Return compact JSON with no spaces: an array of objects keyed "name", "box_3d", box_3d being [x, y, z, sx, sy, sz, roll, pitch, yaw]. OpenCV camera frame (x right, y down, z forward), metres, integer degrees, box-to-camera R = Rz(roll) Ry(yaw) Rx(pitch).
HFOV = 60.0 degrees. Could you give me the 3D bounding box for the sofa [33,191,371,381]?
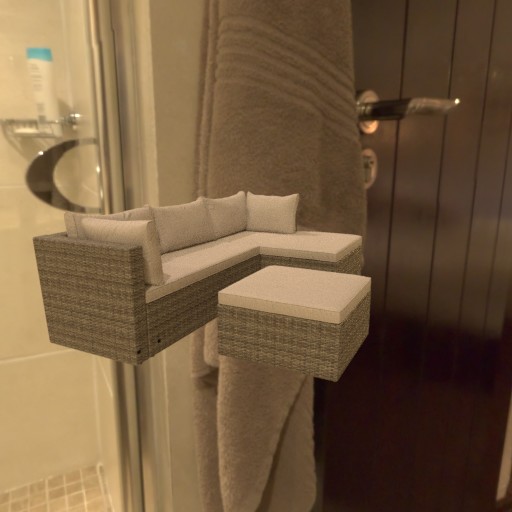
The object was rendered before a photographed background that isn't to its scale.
[{"name":"sofa","box_3d":[0.000,0.000,3.079,1.662,0.766,2.192,6,14,26]}]
